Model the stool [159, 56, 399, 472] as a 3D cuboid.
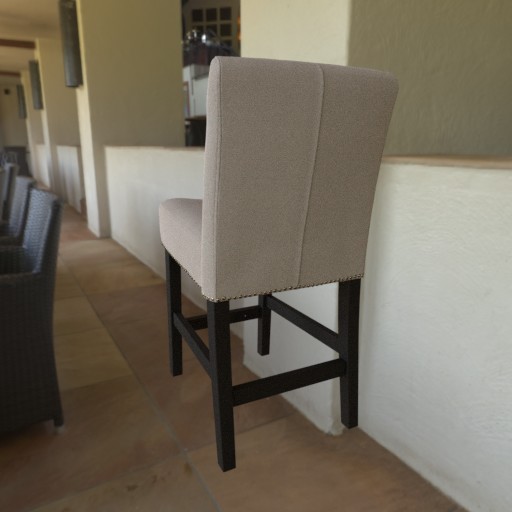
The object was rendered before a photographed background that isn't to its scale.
[{"bbox_3d":[0.000,0.000,1.183,0.427,0.885,0.571,-7,16,-26],"label":"stool"}]
